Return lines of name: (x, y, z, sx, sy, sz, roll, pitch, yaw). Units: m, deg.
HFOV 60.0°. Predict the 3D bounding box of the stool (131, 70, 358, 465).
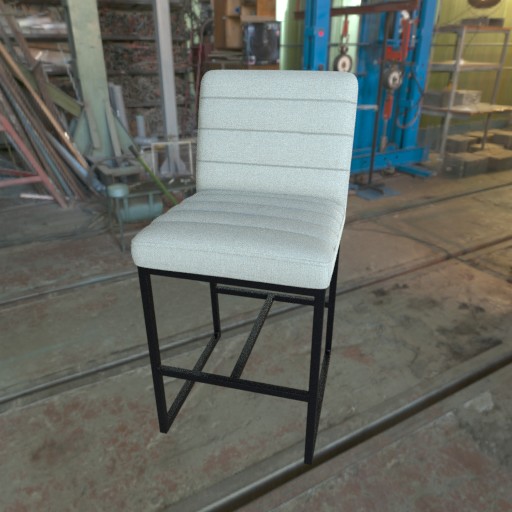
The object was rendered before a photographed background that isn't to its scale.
stool: (0.000, 0.000, 1.242, 0.460, 0.940, 0.560, 6, 26, 13)
